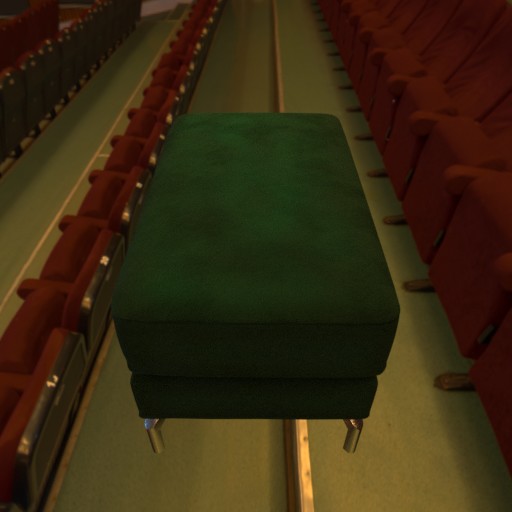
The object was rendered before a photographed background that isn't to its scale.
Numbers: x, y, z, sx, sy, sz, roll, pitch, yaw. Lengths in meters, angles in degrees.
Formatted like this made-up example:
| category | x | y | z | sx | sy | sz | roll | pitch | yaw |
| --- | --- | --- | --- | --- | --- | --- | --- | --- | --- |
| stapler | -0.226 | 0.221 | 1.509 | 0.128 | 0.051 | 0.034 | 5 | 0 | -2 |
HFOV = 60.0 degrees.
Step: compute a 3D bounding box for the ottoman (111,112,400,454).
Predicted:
| category | x | y | z | sx | sy | sz | roll | pitch | yaw |
| --- | --- | --- | --- | --- | --- | --- | --- | --- | --- |
| ottoman | 0.000 | 0.000 | 1.245 | 0.536 | 0.533 | 0.886 | 0 | 41 | 0 |
